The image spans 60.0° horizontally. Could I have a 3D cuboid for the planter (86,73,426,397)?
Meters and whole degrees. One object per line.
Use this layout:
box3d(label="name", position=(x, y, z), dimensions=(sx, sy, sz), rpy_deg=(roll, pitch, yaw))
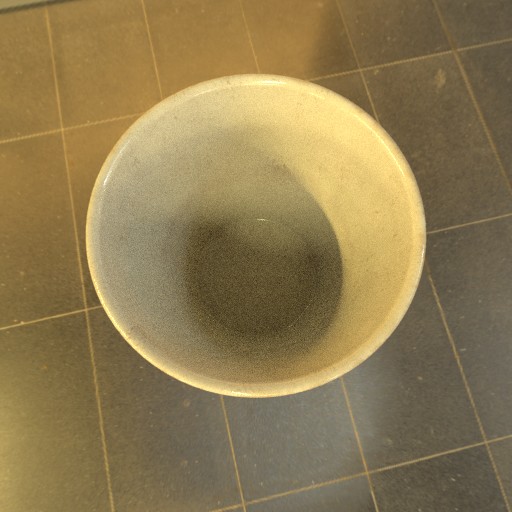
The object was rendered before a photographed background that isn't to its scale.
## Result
box3d(label="planter", position=(0.000, 0.000, 0.330), dimensions=(0.193, 0.165, 0.193), rpy_deg=(0, 75, 0))
